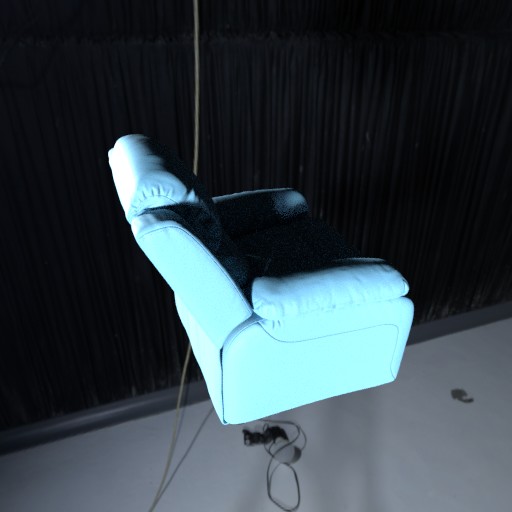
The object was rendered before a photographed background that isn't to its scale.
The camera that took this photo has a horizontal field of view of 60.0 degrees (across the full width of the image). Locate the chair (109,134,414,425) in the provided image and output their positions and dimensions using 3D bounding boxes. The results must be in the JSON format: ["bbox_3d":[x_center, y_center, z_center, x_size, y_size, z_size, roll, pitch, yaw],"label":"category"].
[{"bbox_3d":[0.000,0.000,1.290,0.709,0.702,0.680,-11,31,-18],"label":"chair"}]
